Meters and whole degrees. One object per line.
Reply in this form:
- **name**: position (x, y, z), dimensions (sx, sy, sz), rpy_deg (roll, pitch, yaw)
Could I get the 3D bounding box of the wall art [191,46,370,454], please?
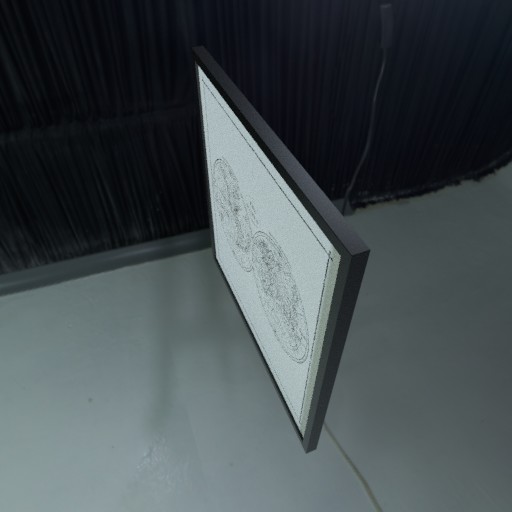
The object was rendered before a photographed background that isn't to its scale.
- **wall art**: position (0.000, 0.000, 1.151), dimensions (0.031, 0.775, 0.773), rpy_deg (-17, 49, -15)
